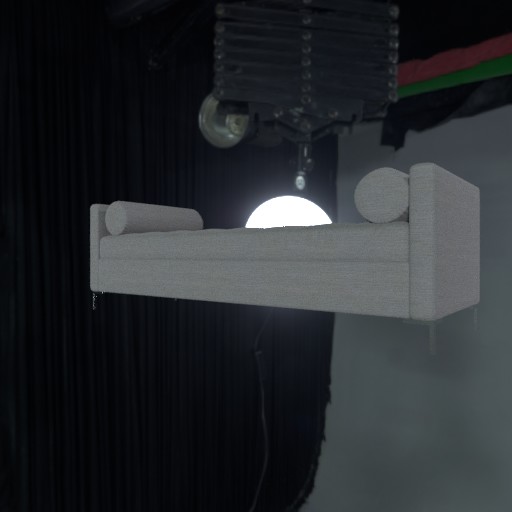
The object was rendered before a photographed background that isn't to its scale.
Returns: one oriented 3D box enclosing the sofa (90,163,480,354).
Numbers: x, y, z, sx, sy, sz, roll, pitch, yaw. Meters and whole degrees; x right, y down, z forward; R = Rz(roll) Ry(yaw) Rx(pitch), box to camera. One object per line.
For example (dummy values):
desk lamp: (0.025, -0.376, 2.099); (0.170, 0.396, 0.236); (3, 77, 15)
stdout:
sofa: (0.000, 0.000, 2.294); (1.981, 0.635, 0.686); (0, 0, 38)
